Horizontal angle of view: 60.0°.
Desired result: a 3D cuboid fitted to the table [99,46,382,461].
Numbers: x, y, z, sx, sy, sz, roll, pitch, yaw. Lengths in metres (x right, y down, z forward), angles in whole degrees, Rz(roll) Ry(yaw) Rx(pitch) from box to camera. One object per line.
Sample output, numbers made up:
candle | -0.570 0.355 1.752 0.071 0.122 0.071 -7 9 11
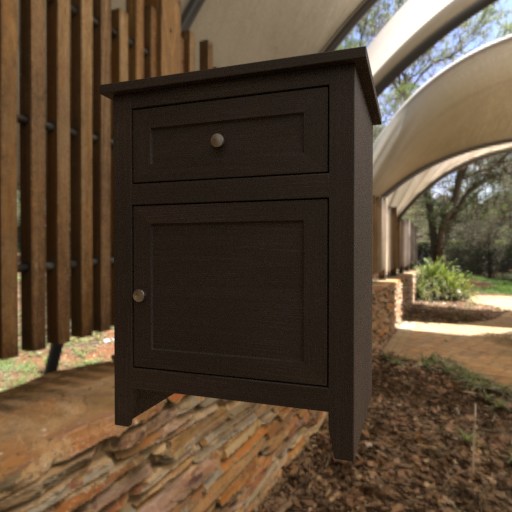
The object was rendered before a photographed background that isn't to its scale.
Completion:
table | 0.000 0.000 0.924 0.480 0.635 0.381 0 1 19
